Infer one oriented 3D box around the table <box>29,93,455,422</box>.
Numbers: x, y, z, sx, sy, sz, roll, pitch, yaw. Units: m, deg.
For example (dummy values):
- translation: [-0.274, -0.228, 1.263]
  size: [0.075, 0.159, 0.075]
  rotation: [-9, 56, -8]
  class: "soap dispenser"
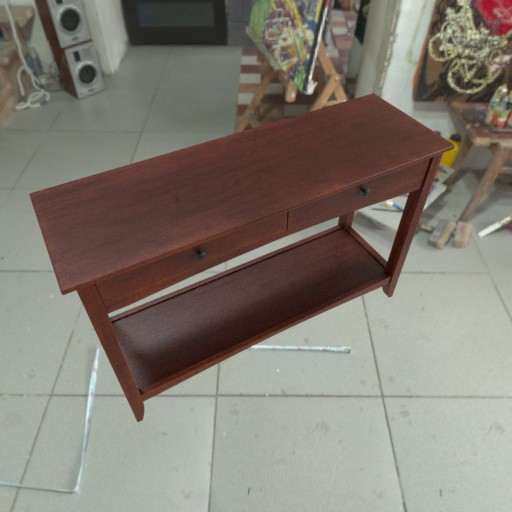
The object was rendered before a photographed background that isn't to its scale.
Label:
- translation: [0.000, 0.000, 1.546]
  size: [1.188, 0.739, 0.392]
  rotation: [-22, 50, -20]
  class: "table"
